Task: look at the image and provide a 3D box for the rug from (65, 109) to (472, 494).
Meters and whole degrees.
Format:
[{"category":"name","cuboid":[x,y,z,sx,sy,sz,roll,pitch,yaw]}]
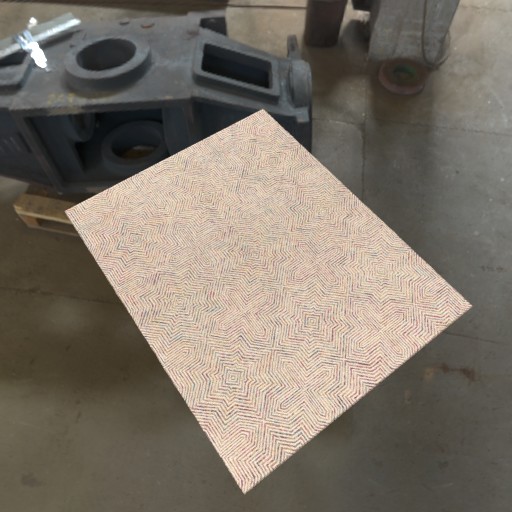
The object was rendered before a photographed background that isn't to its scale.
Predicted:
[{"category":"rug","cuboid":[0.000,0.000,4.109,2.442,0.008,3.046,-32,65,-17]}]
